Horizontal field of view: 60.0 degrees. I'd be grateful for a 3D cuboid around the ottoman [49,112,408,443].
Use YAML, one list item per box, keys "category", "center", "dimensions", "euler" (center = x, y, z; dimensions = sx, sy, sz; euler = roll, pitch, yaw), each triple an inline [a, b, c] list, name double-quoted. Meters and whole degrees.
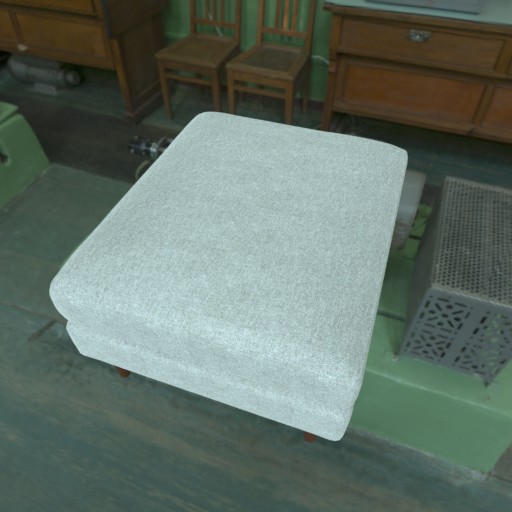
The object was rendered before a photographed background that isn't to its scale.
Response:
- category: "ottoman"
  center: [0.000, 0.000, 1.260]
  dimensions: [0.693, 0.474, 0.821]
  euler: [14, 48, 13]
